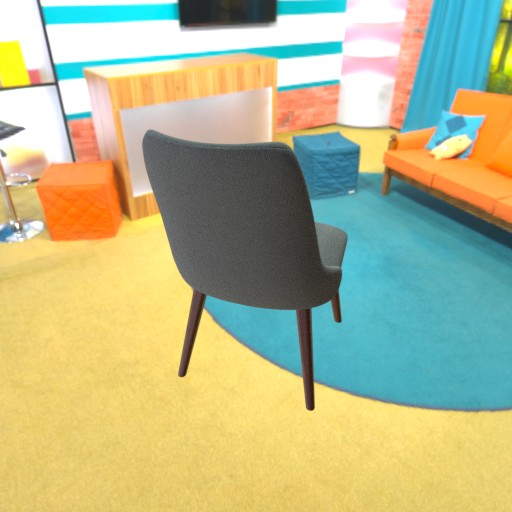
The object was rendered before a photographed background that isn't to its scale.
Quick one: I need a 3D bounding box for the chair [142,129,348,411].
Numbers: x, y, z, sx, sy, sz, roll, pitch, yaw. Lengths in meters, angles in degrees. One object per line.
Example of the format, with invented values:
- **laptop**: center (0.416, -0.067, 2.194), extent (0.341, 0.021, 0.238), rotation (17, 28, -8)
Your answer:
- **chair**: center (0.000, 0.000, 1.374), extent (0.535, 0.918, 0.707), rotation (10, 33, 16)
